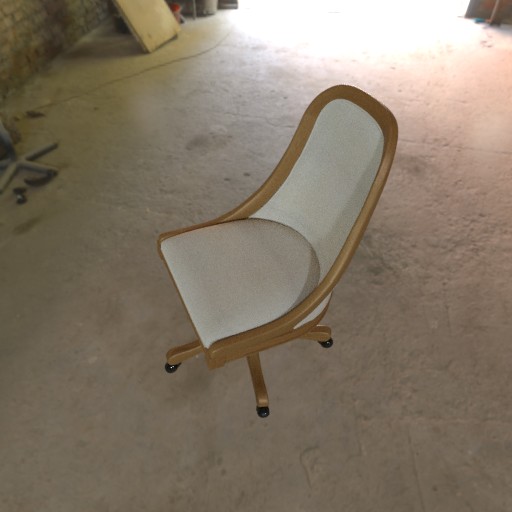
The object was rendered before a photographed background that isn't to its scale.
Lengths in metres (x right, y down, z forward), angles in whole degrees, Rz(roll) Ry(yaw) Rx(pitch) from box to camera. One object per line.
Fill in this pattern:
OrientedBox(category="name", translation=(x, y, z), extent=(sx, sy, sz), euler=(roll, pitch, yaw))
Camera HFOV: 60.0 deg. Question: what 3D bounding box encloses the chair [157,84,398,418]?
OrientedBox(category="chair", translation=(0.000, 0.000, 1.560), extent=(0.811, 1.009, 0.702), euler=(-19, 49, -17))
